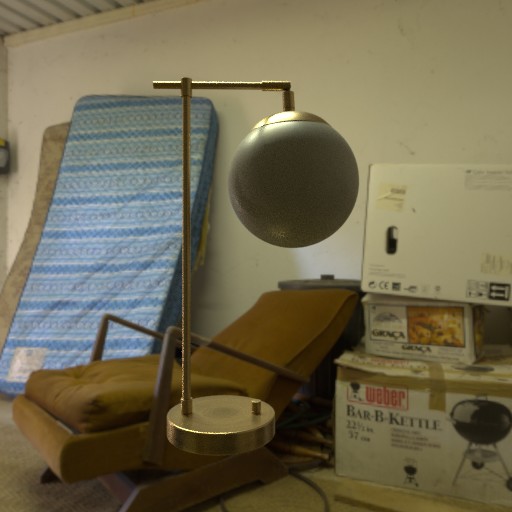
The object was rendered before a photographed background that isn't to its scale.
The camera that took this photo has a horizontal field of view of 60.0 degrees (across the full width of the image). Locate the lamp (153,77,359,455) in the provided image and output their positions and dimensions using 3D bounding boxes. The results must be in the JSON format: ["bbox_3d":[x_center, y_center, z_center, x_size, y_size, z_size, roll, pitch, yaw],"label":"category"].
[{"bbox_3d":[0.000,0.000,0.705,0.324,0.559,0.207,0,0,-1],"label":"lamp"}]
